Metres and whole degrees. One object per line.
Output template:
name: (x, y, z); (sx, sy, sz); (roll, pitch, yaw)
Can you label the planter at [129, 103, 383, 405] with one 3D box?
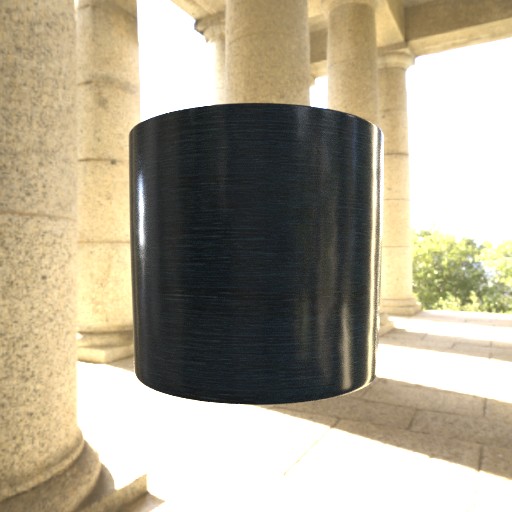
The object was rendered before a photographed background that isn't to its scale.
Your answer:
planter: (0.000, 0.000, 0.401); (0.221, 0.201, 0.221); (0, 0, 0)
